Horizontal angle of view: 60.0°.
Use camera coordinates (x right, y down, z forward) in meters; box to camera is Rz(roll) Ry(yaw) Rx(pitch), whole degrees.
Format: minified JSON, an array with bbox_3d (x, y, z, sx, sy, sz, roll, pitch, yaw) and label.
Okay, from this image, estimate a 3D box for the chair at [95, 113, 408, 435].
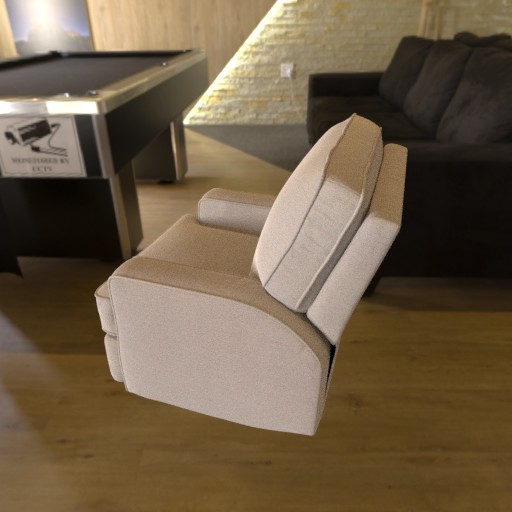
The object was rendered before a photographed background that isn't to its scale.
[{"bbox_3d":[0.000,0.000,1.674,0.969,0.964,0.861,9,30,16],"label":"chair"}]
